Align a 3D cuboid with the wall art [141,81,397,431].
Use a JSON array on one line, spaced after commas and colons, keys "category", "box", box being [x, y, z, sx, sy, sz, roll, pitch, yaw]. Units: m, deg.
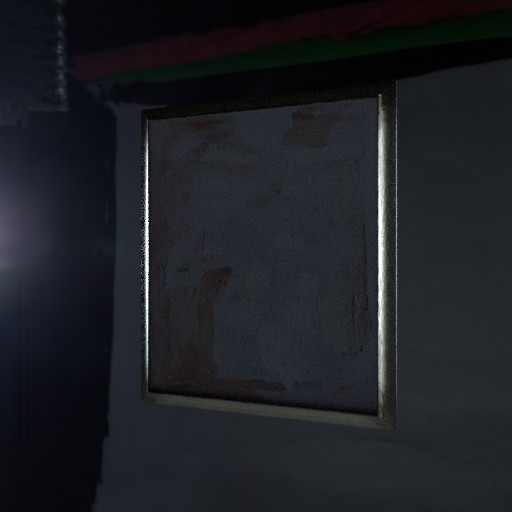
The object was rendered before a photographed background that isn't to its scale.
[{"category": "wall art", "box": [0.000, 0.000, 0.630, 0.381, 0.457, 0.023, 0, 0, 17]}]
